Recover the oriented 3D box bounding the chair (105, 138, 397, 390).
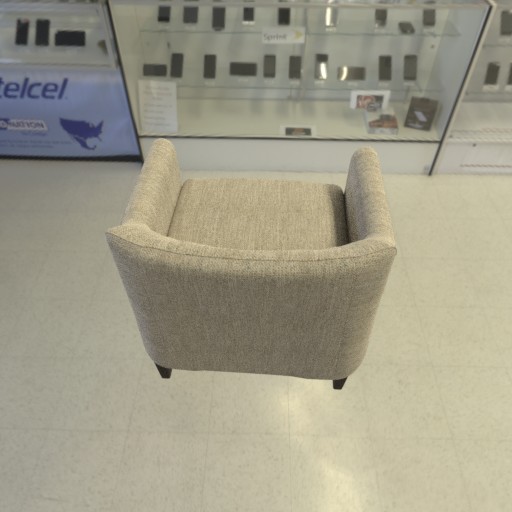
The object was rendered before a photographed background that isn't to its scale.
[{"bbox_3d":[0.000,0.000,1.426,0.796,0.761,0.758,3,47,3],"label":"chair"}]
